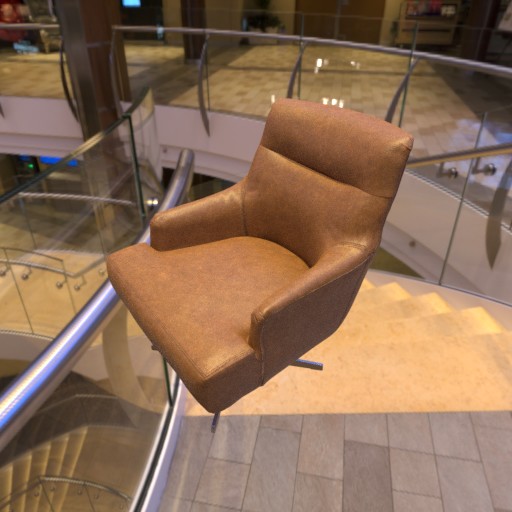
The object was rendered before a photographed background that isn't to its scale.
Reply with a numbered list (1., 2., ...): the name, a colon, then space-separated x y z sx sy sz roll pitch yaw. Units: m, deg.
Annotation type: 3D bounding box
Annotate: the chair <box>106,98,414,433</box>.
1. chair: 0.000 0.000 1.533 0.874 0.869 0.729 -20 37 -29
